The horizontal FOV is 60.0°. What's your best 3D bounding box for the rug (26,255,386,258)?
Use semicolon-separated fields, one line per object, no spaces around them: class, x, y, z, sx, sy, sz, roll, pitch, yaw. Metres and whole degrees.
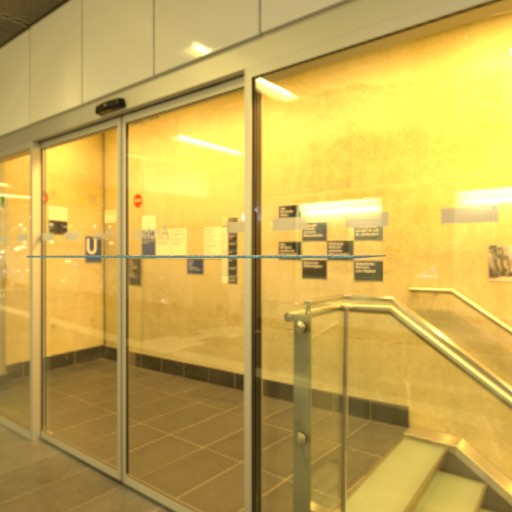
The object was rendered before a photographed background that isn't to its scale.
rug;0.000;0.000;3.041;1.622;0.009;2.373;0;0;19
